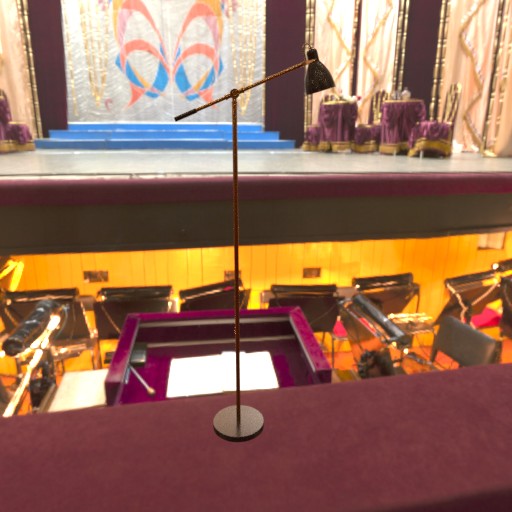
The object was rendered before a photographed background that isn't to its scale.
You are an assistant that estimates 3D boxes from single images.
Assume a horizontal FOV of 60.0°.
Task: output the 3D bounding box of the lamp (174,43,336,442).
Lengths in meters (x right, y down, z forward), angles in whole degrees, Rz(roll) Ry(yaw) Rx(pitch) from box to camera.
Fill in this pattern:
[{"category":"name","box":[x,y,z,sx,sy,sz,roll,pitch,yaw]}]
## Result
[{"category":"lamp","box":[0.000,0.000,1.844,0.618,1.628,0.235,-3,16,-9]}]
